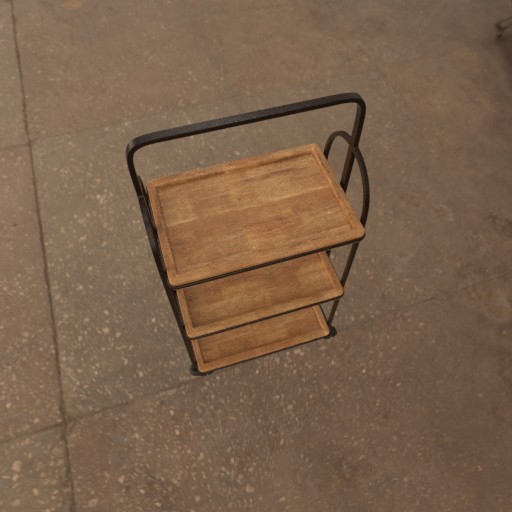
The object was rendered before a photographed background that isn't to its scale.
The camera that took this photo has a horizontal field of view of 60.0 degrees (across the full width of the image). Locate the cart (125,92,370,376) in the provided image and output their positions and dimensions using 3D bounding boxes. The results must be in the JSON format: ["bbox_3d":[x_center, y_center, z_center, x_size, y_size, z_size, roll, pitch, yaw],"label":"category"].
[{"bbox_3d":[0.000,0.000,1.268,0.553,1.001,0.327,-15,59,-9],"label":"cart"}]
